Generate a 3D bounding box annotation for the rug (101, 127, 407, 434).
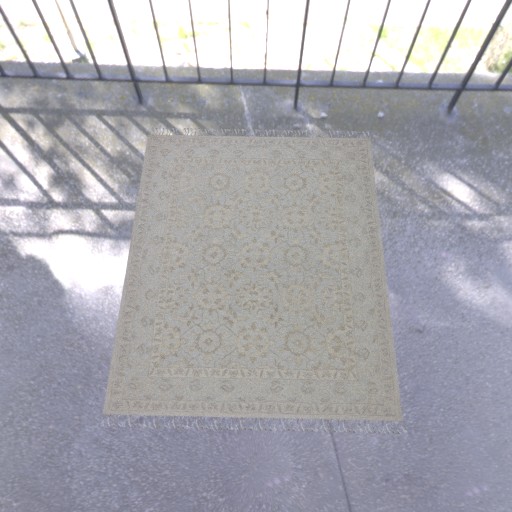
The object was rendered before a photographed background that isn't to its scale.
[{"bbox_3d":[0.000,0.000,4.138,2.444,0.013,3.043,1,64,1],"label":"rug"}]
